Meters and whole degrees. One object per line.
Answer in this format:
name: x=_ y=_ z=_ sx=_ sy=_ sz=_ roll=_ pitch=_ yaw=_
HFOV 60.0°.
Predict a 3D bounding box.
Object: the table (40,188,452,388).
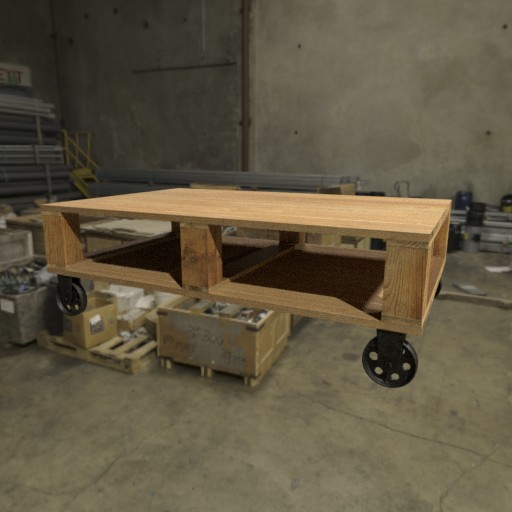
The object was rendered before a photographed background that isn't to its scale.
table: x=0.000 y=0.000 z=1.700 sx=1.299 sy=0.413 sz=0.827 roll=6 pitch=15 yaw=26
